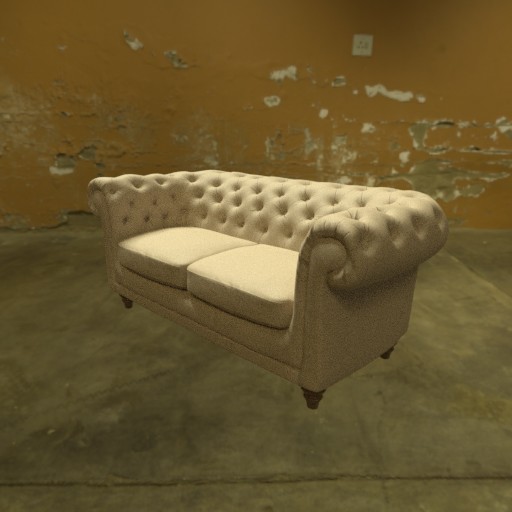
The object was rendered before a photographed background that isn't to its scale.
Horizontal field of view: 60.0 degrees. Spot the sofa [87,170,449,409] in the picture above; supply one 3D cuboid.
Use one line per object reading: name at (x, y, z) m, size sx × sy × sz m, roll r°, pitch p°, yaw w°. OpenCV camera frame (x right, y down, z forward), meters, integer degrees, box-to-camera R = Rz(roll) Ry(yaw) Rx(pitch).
sofa at (0.000, 0.000, 2.517) m, size 1.988 × 0.835 × 1.069 m, roll 16°, pitch 22°, yaw 43°
